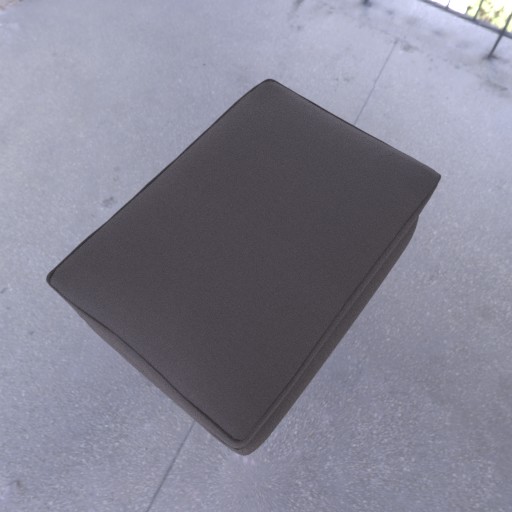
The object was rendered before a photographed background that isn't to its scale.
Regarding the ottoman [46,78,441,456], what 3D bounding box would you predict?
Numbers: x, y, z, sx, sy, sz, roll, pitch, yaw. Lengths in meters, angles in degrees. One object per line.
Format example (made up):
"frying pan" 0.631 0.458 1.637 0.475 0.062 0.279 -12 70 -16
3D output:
"ottoman" 0.000 0.000 0.989 0.508 0.406 0.686 35 68 16
